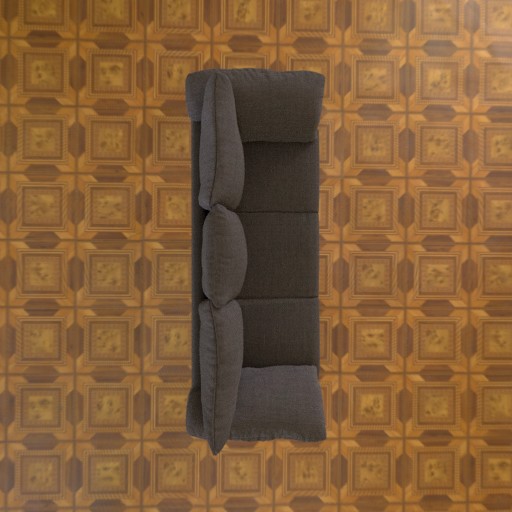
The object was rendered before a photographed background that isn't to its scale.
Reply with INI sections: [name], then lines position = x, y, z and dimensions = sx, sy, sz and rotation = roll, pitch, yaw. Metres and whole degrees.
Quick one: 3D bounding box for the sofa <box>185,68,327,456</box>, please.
[sofa]
position = 0.000, 0.000, 2.969
dimensions = 0.883, 1.080, 2.336
rotation = 0, 90, -2
